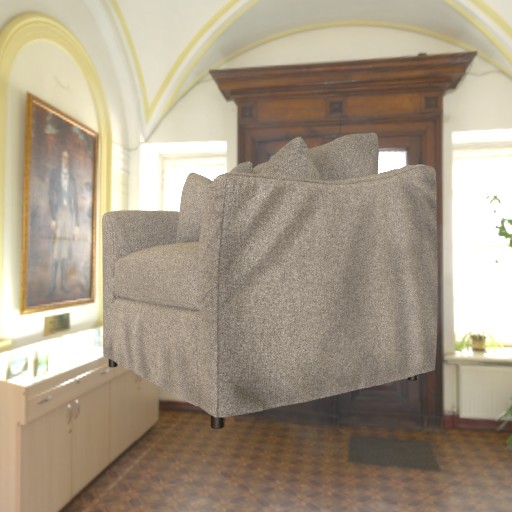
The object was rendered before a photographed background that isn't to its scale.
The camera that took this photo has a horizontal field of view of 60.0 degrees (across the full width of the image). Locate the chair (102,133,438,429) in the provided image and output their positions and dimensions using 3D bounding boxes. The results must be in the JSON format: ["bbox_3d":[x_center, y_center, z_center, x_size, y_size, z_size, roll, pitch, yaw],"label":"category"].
[{"bbox_3d":[0.000,0.000,2.025,1.071,1.059,1.194,1,-2,-35],"label":"chair"}]
